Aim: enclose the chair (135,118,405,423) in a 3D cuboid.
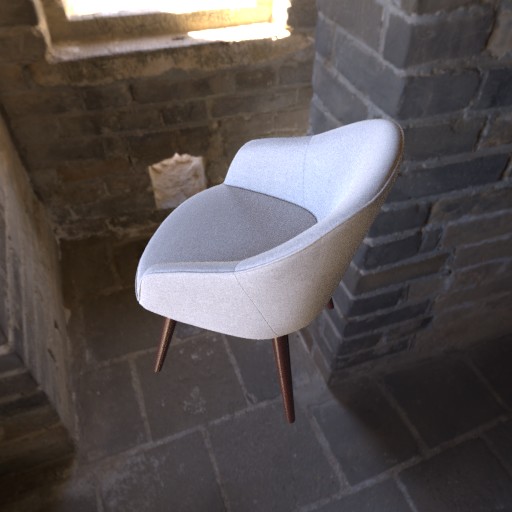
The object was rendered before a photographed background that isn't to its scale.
[{"bbox_3d":[0.000,0.000,1.260,0.635,0.823,0.596,16,48,15],"label":"chair"}]
